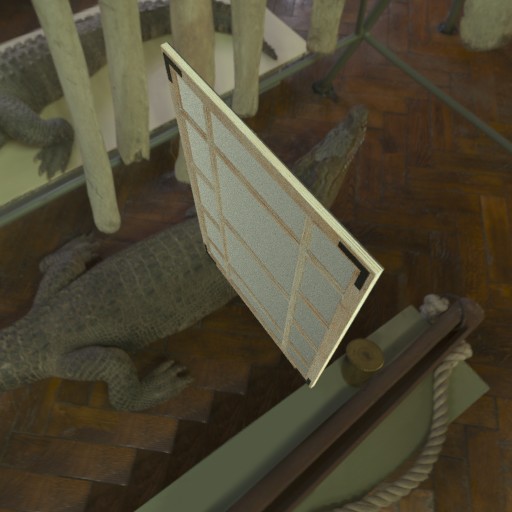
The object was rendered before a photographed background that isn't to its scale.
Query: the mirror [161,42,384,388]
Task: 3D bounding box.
[{"bbox_3d":[0.000,0.000,1.314,0.025,0.996,0.705,-33,68,-16],"label":"mirror"}]
